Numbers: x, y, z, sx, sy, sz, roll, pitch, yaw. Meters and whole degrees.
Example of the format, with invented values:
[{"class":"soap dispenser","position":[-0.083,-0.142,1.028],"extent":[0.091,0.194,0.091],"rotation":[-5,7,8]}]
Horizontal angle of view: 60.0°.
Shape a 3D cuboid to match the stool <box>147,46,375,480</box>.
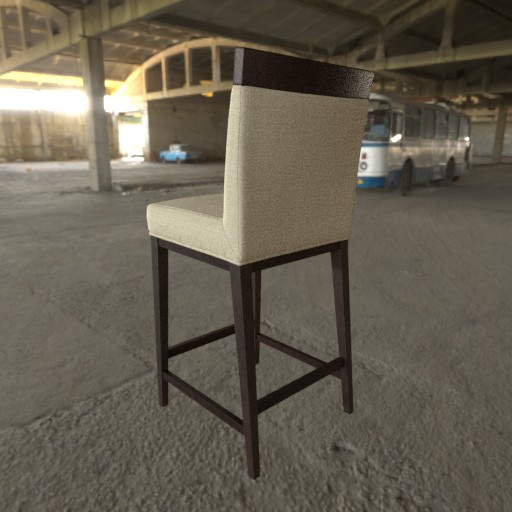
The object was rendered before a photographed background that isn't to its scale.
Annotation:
[{"class":"stool","position":[0.000,0.000,1.424],"extent":[0.511,1.117,0.531],"rotation":[-13,19,-41]}]
